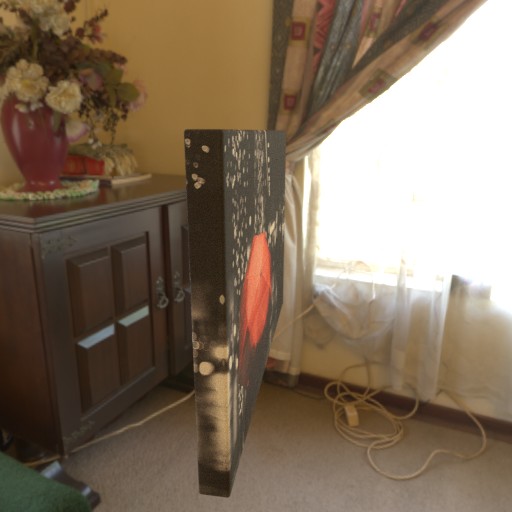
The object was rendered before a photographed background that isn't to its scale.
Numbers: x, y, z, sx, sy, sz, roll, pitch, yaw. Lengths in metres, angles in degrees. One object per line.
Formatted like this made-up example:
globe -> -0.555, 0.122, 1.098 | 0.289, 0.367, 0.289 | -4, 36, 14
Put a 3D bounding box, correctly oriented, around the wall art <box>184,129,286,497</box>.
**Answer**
wall art -> 0.000, 0.000, 0.744 | 0.037, 0.406, 0.609 | 2, 16, 9
